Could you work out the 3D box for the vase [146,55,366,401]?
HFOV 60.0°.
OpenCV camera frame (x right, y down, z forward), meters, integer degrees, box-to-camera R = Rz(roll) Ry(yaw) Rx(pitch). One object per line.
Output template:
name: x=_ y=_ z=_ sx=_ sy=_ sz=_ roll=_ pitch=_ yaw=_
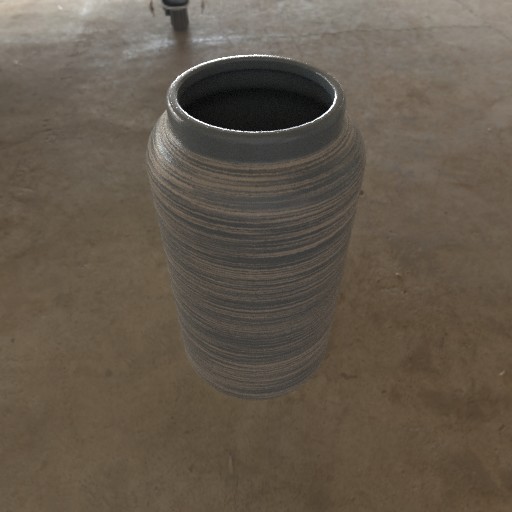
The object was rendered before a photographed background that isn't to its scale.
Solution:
vase: x=0.000 y=0.000 z=0.295 sx=0.116 sy=0.230 sz=0.116 roll=0 pitch=46 yaw=0
